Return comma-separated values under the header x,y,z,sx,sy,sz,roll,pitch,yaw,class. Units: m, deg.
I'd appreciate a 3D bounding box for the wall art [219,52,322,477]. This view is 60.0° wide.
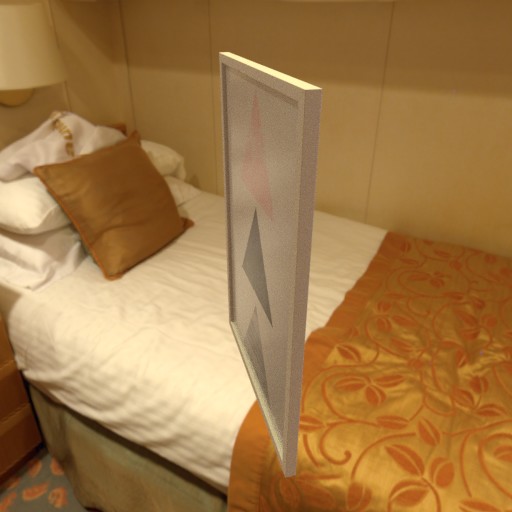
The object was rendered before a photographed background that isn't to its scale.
x,y,z,sx,sy,sz,roll,pitch,yaw,class
0.000,0.000,0.545,0.013,0.433,0.303,-8,30,-14,wall art
